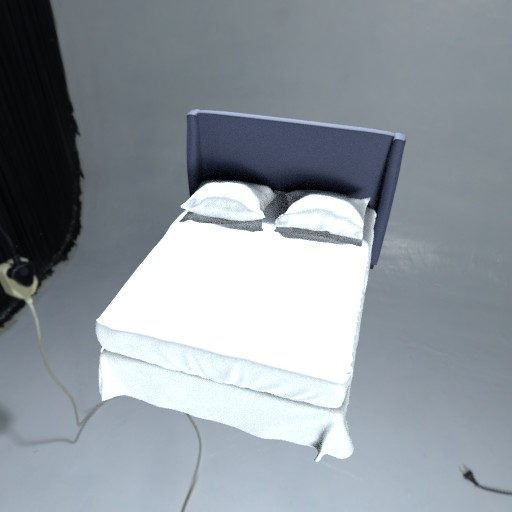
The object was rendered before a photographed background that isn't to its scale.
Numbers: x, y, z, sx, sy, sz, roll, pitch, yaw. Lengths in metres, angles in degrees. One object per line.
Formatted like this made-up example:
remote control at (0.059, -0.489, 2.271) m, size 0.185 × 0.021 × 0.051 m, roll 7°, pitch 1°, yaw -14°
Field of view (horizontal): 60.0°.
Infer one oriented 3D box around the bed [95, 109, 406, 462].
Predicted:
bed at (0.000, 0.000, 3.430) m, size 1.925 × 1.332 × 2.276 m, roll 11°, pitch 40°, yaw 13°
